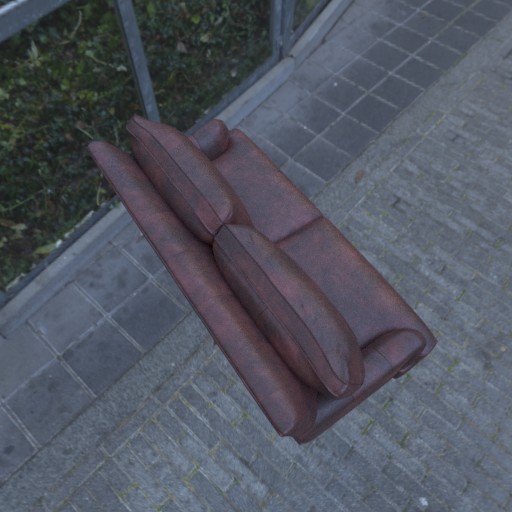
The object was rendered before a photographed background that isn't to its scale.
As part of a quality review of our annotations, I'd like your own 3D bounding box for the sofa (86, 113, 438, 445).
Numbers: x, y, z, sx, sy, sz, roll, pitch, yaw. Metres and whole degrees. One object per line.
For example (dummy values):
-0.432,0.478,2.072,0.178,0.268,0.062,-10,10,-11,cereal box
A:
0.000,0.000,2.809,1.147,1.071,2.144,-30,63,-17,sofa
